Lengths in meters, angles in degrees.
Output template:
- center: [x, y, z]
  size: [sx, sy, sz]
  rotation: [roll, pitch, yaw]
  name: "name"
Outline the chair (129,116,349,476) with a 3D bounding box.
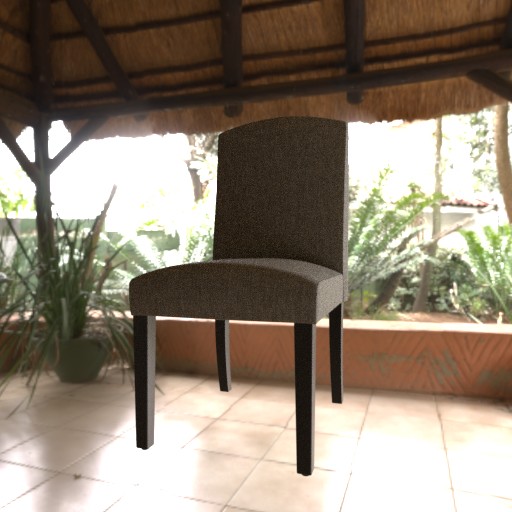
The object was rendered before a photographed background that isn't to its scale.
- center: [0.000, 0.000, 1.223]
  size: [0.451, 0.917, 0.580]
  rotation: [0, 0, 19]
  name: "chair"
